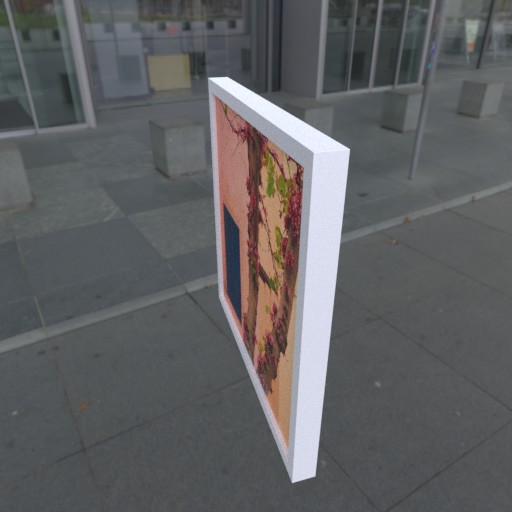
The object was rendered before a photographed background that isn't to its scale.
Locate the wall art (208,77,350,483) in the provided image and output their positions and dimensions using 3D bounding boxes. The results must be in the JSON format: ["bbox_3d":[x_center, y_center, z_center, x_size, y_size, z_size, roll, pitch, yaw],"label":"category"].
[{"bbox_3d":[0.000,0.000,0.761,0.038,0.508,0.507,-8,31,-14],"label":"wall art"}]
